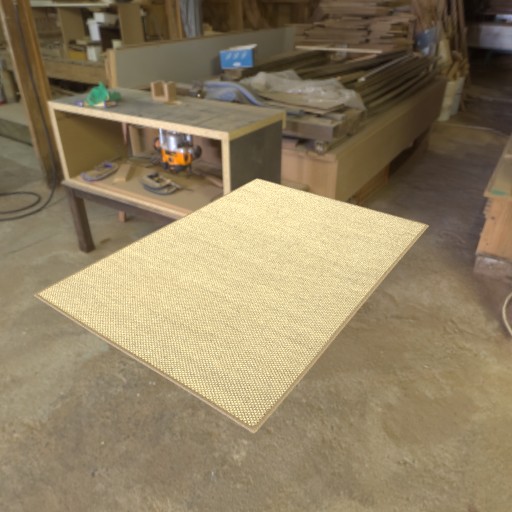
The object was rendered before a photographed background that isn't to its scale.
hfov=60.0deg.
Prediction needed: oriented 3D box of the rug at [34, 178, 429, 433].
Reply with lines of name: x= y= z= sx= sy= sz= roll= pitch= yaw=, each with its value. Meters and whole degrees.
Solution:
rug: x=0.000 y=0.000 z=2.798 sx=1.517 sy=0.013 sz=2.115 roll=21 pitch=37 yaw=30
